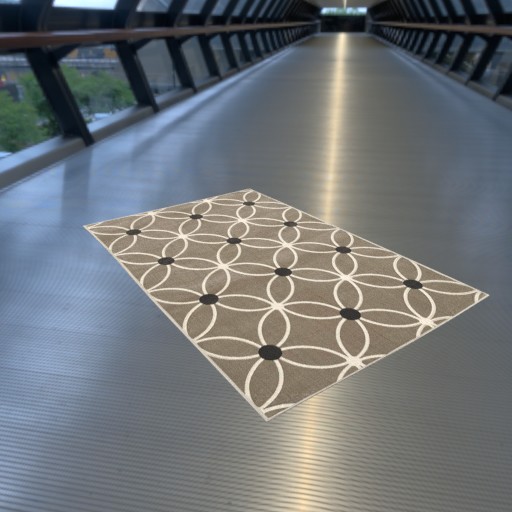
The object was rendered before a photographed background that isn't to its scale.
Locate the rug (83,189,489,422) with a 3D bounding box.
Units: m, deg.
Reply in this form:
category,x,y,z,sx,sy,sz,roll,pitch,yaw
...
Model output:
category,x,y,z,sx,sy,sz,roll,pitch,yaw
rug,0.000,0.000,2.843,1.522,0.008,2.284,-18,32,-31
